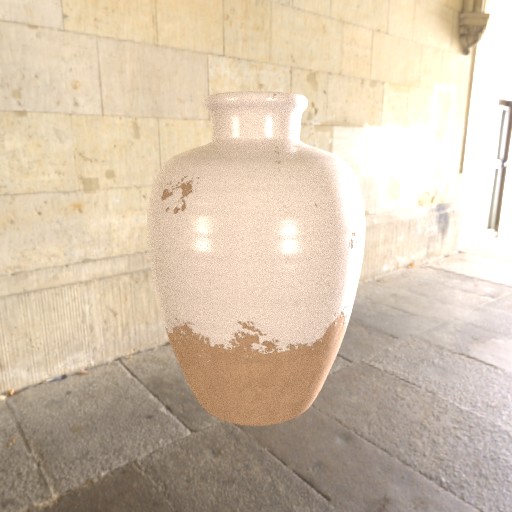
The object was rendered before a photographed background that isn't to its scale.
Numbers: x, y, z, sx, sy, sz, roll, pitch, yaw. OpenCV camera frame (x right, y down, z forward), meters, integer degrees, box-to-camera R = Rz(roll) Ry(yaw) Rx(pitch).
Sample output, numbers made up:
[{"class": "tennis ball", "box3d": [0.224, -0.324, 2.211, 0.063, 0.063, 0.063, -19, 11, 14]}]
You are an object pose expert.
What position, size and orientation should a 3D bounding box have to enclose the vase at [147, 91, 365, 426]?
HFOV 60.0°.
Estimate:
[{"class": "vase", "box3d": [0.000, 0.000, 0.336, 0.158, 0.228, 0.158, 0, 14, 0]}]
